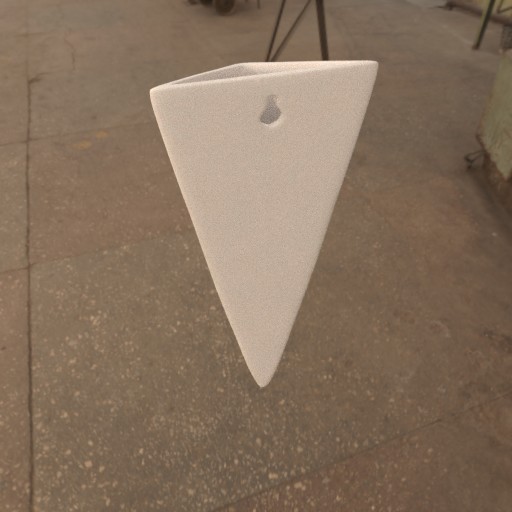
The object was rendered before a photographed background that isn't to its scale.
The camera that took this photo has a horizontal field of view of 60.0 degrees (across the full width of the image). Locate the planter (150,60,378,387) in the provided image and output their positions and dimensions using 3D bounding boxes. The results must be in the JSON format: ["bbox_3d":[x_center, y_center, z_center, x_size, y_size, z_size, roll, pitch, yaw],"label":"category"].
[{"bbox_3d":[0.000,0.000,0.394,0.143,0.338,0.065,-13,44,-13],"label":"planter"}]
